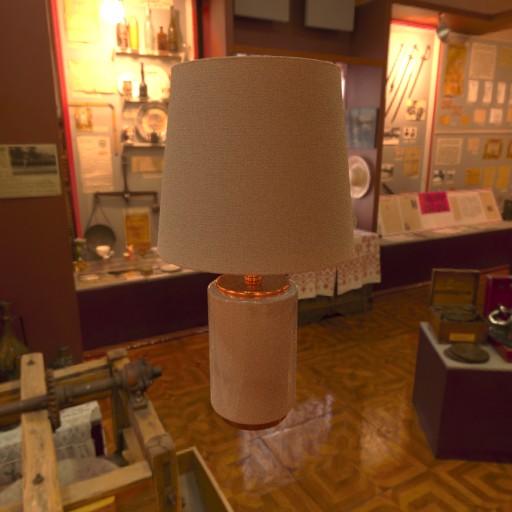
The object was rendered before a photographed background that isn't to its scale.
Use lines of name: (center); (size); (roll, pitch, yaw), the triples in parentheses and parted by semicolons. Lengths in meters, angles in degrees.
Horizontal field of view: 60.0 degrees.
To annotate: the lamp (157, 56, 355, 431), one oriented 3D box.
lamp: (0.000, 0.000, 0.437); (0.189, 0.340, 0.189); (0, 15, 0)
